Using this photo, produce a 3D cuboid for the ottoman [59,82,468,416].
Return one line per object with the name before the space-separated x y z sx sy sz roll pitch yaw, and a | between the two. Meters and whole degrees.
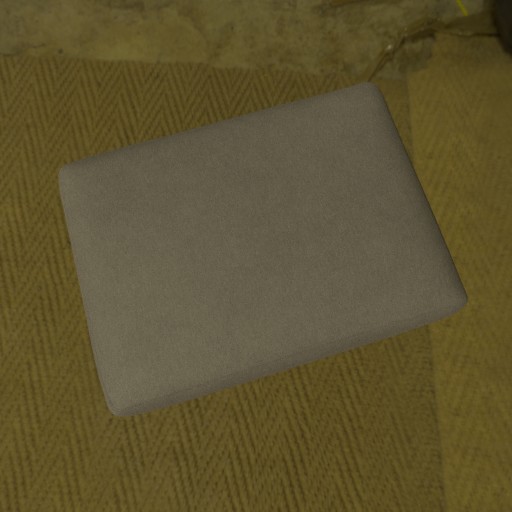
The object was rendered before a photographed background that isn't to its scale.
ottoman | 0.000 0.000 1.125 0.773 0.497 0.574 -16 76 -4
